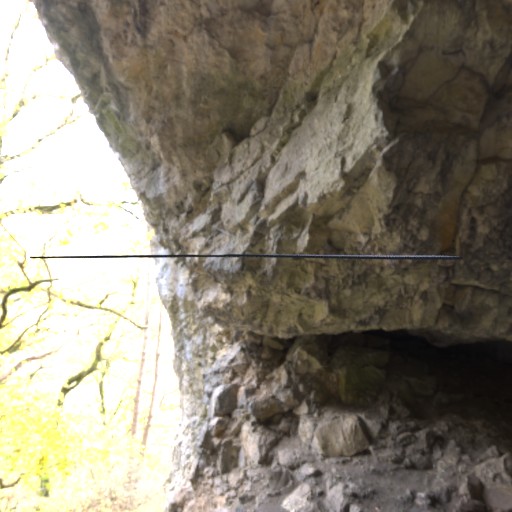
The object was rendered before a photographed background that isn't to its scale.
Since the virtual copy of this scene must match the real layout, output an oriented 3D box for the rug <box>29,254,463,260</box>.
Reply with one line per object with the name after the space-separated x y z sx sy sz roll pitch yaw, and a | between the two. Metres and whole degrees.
0.000 0.000 2.253 1.777 0.021 1.145 0 0 17 | rug
